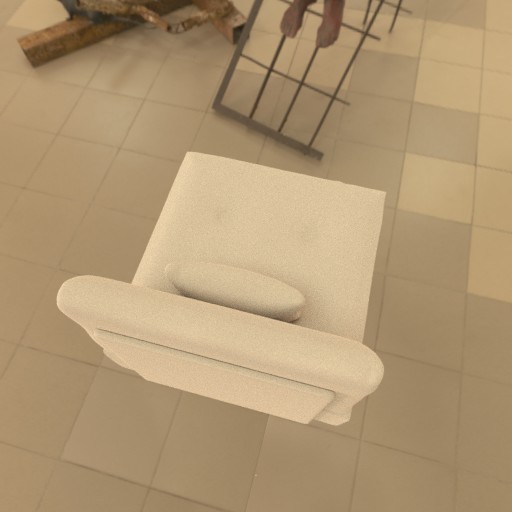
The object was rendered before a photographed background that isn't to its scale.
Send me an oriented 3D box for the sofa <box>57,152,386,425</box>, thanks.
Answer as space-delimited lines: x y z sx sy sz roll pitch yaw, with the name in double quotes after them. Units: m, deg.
0.000 0.000 1.696 0.935 0.828 1.000 13 64 6 "sofa"
